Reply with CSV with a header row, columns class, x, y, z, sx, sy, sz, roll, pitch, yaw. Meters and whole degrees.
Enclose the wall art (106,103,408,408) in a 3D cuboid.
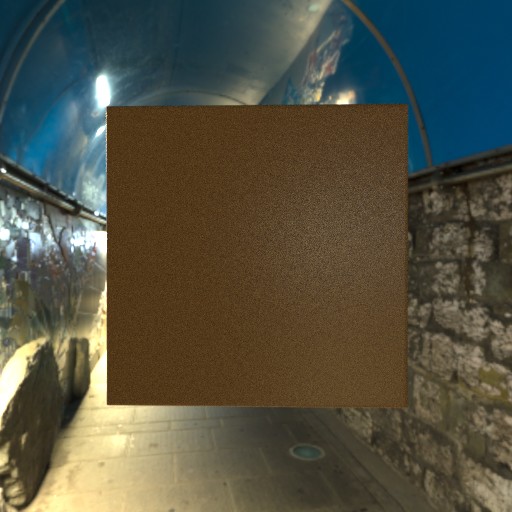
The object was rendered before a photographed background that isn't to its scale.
class,x,y,z,sx,sy,sz,roll,pitch,yaw
wall art,0.000,0.000,1.928,1.287,1.288,0.078,0,0,2
